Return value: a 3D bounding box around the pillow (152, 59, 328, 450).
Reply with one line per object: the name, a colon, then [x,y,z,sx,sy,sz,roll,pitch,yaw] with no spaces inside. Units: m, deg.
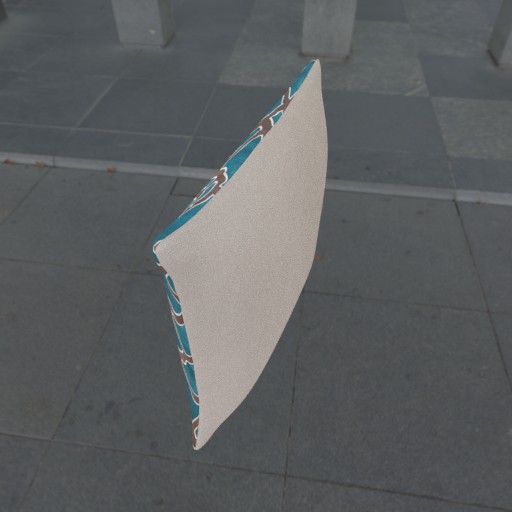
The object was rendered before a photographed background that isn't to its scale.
pillow: [0.000,0.000,0.784,0.166,0.507,0.526,17,47,16]
